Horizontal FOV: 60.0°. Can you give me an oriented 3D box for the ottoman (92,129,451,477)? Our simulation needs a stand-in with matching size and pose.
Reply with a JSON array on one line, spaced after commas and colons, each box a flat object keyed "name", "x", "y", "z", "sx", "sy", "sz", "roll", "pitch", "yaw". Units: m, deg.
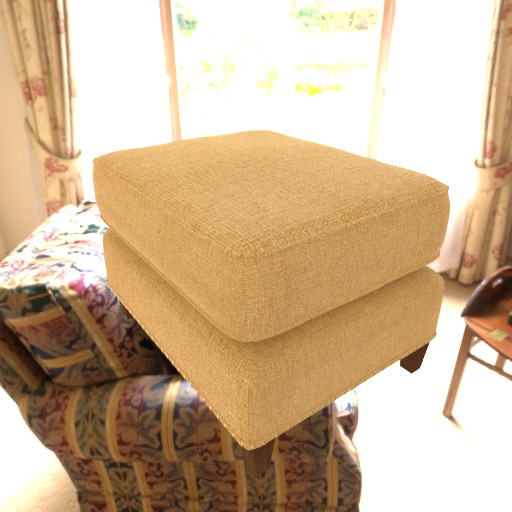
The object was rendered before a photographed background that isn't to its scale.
[{"name": "ottoman", "x": 0.000, "y": 0.000, "z": 1.127, "sx": 0.589, "sy": 0.537, "sz": 0.738, "roll": -19, "pitch": 33, "yaw": -32}]
